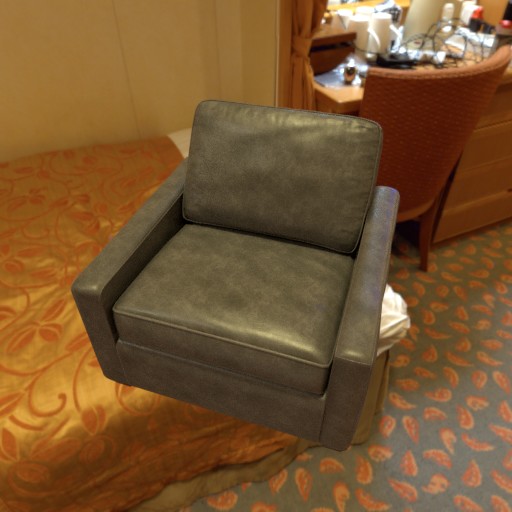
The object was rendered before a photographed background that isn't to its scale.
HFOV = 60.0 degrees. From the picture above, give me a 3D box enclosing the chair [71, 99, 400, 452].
[{"bbox_3d":[0.000,0.000,1.731,1.006,0.916,0.939,12,43,14],"label":"chair"}]
